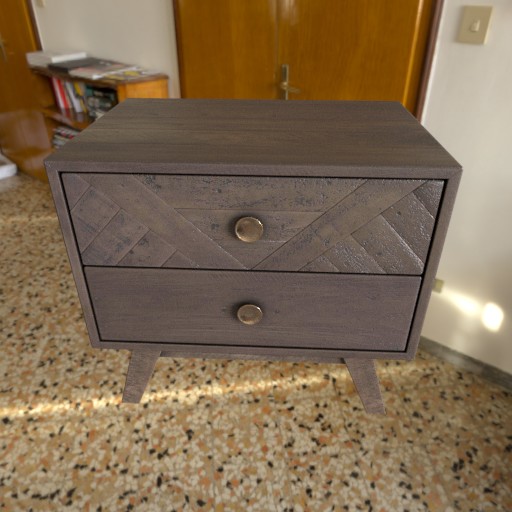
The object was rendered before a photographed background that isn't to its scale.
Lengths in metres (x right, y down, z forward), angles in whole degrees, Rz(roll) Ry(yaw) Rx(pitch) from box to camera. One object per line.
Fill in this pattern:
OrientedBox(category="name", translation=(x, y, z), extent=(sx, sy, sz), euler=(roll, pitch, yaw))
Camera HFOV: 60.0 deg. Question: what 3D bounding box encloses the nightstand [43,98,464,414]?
OrientedBox(category="nightstand", translation=(0.000, 0.000, 1.021), extent=(0.650, 0.599, 0.450), euler=(2, 32, 3))
